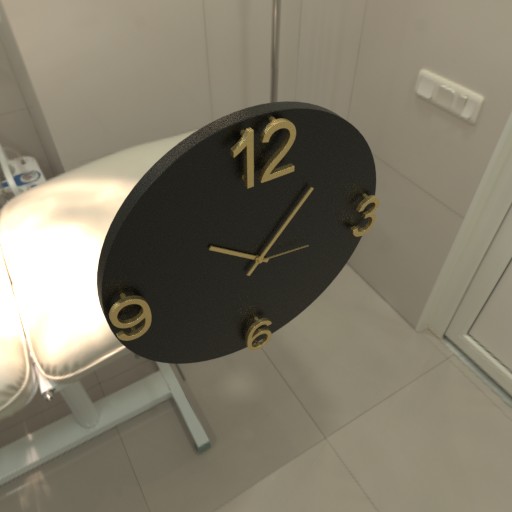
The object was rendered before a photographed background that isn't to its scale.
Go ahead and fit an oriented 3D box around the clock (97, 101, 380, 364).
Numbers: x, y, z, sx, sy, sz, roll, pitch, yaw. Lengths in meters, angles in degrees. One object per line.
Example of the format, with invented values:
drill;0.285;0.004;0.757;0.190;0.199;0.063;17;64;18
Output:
clock;0.000;0.000;0.658;0.454;0.454;0.038;-24;50;-21
